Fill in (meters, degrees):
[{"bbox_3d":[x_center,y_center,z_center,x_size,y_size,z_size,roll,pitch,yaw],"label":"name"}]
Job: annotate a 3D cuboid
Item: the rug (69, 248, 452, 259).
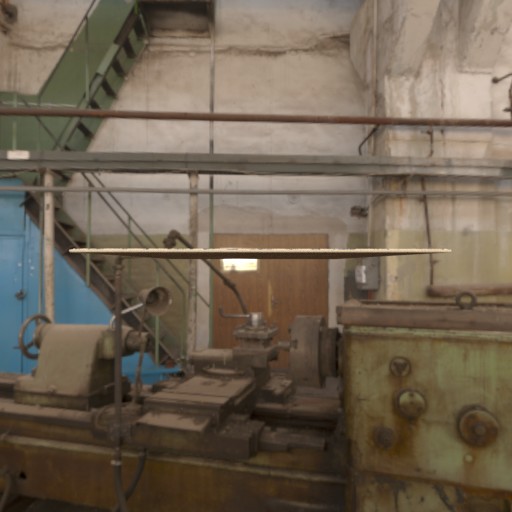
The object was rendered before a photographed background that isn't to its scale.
[{"bbox_3d":[0.000,0.000,2.314,1.213,0.012,1.831,0,-1,-1],"label":"rug"}]
